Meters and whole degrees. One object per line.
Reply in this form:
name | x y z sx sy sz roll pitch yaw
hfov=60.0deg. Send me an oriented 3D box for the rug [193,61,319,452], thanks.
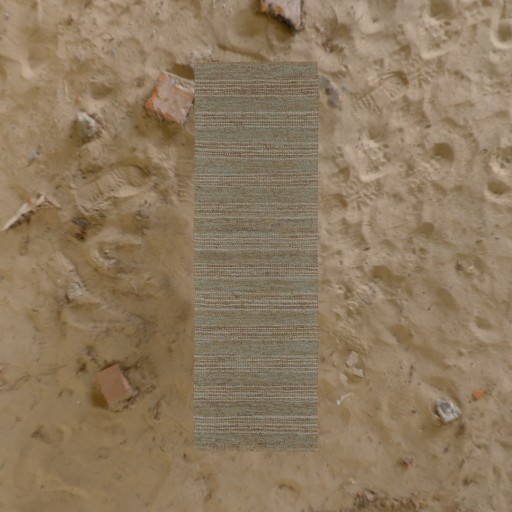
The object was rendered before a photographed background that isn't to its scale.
rug | 0.000 0.000 2.775 0.783 0.006 2.438 0 90 1
